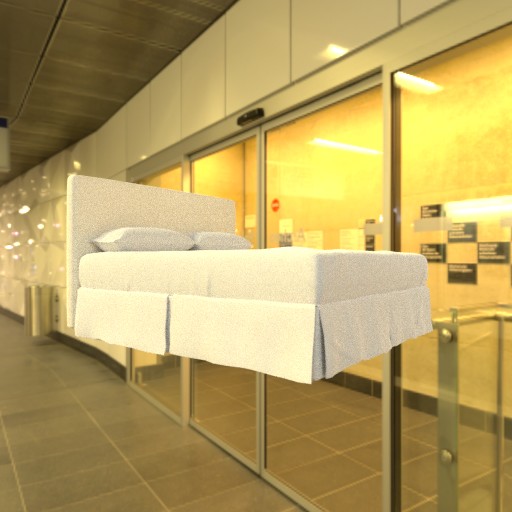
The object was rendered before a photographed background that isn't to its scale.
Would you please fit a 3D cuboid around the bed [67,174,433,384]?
[{"bbox_3d":[0.000,0.000,3.673,2.341,1.317,2.119,0,0,37],"label":"bed"}]
